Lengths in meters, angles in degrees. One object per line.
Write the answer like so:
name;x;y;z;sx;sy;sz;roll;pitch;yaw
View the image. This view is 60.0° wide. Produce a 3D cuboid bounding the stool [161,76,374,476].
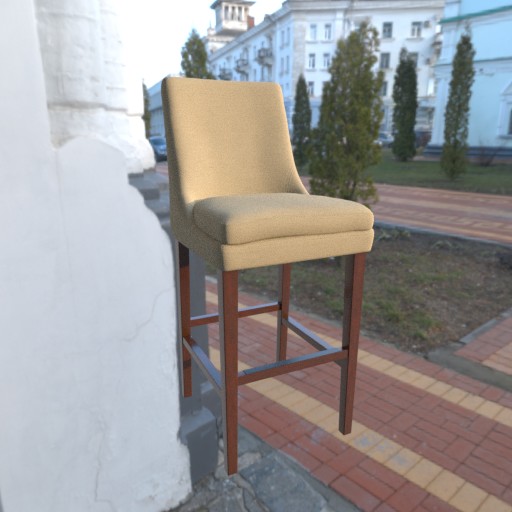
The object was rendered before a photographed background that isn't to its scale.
stool;0.000;0.000;1.384;0.470;1.078;0.577;-7;17;-25
